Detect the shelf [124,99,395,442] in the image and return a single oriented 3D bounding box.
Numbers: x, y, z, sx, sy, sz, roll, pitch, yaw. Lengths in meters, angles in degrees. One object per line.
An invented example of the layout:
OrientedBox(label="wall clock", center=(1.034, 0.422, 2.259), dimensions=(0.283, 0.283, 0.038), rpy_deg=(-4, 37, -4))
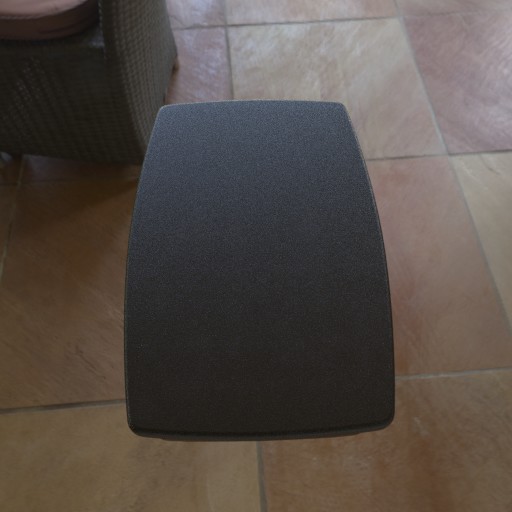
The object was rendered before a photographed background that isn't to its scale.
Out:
OrientedBox(label="shelf", center=(0.000, 0.000, 0.524), dimensions=(0.280, 0.100, 0.410), rpy_deg=(-1, 63, -1))
